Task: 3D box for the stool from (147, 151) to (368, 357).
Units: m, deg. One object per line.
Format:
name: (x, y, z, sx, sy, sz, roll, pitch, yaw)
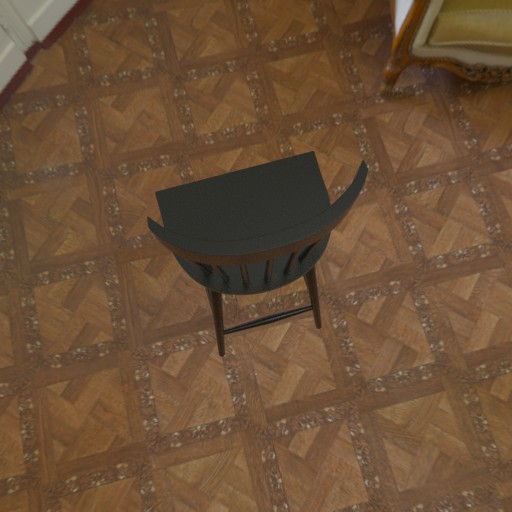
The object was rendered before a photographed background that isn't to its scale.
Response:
stool: (0.000, 0.000, 1.397, 0.482, 1.092, 0.483, -15, 76, -4)
